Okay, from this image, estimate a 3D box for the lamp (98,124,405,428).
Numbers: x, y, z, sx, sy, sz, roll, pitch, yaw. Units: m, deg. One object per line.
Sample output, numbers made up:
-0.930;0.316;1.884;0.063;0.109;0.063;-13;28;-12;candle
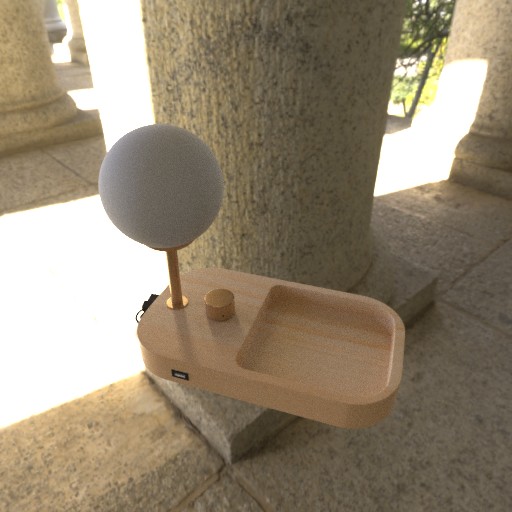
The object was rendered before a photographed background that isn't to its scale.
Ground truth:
0.000;0.000;0.465;0.331;0.253;0.173;10;35;15;lamp
